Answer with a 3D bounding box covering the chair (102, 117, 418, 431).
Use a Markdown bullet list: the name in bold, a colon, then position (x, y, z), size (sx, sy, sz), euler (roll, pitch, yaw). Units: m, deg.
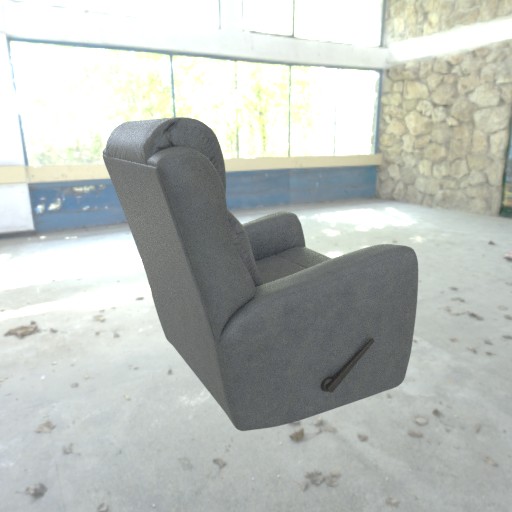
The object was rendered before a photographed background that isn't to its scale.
- **chair**: position (0.000, 0.000, 1.910), size (1.068, 1.116, 0.967), euler (-8, 17, -27)
